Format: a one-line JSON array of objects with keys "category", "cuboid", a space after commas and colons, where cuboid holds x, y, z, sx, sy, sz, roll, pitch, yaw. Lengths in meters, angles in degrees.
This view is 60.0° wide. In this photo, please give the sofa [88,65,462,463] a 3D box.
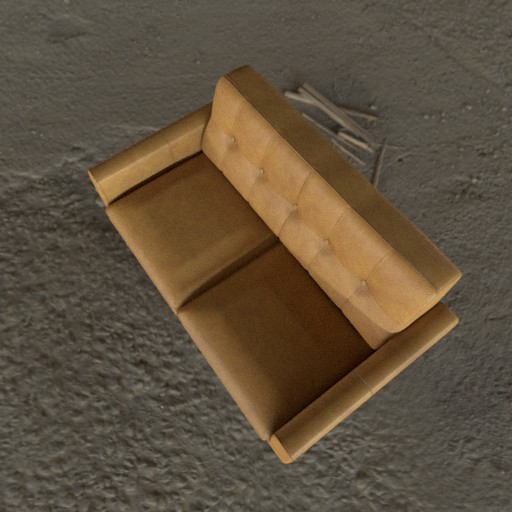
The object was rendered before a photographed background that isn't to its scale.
[{"category": "sofa", "cuboid": [0.000, 0.000, 2.182, 0.952, 0.925, 1.651, -34, 69, -15]}]
